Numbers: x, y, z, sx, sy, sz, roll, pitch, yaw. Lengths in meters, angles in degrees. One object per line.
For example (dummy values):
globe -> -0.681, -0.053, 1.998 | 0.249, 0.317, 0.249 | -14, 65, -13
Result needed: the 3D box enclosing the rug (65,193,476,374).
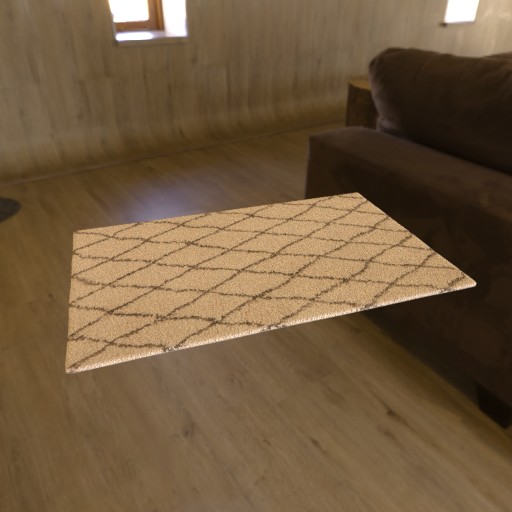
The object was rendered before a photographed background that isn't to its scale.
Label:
rug -> 0.000, 0.000, 3.089 | 2.438, 0.030, 1.524 | -10, 32, -15
